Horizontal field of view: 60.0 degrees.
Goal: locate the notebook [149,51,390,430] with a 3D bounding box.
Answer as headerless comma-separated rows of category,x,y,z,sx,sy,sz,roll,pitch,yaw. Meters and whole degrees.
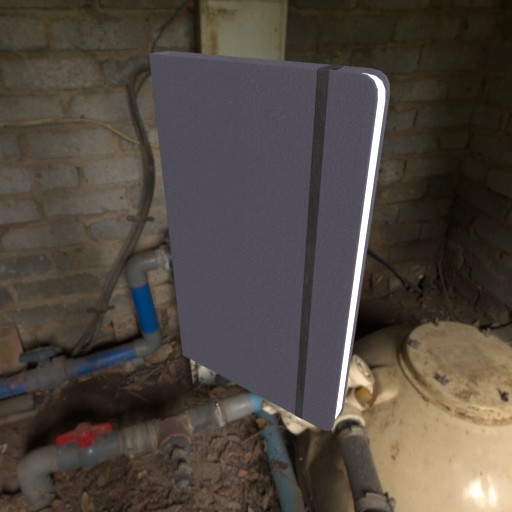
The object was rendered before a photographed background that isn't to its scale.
notebook,0.000,0.000,0.261,0.127,0.213,0.016,19,36,29
